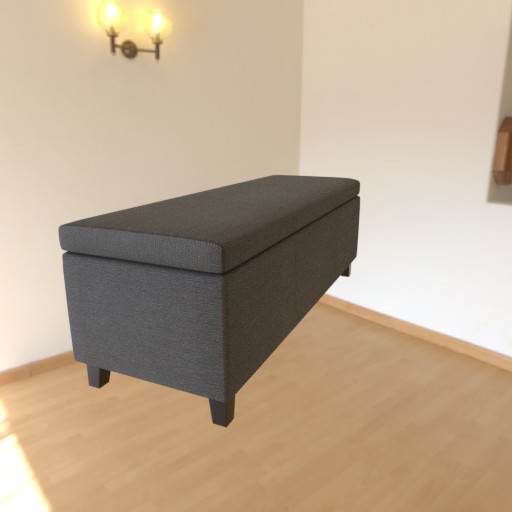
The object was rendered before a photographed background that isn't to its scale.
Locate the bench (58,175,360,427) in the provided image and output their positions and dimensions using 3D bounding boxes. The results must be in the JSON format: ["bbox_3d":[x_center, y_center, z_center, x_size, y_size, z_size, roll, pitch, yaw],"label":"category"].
[{"bbox_3d":[0.000,0.000,1.523,0.446,0.438,1.269,7,17,24],"label":"bench"}]
